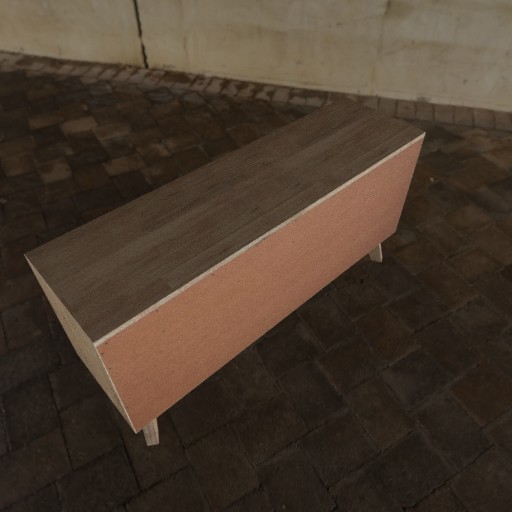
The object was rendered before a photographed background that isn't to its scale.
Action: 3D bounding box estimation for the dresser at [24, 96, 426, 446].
[{"bbox_3d":[0.000,0.000,1.963,1.602,0.788,0.455,-33,54,-28],"label":"dresser"}]
